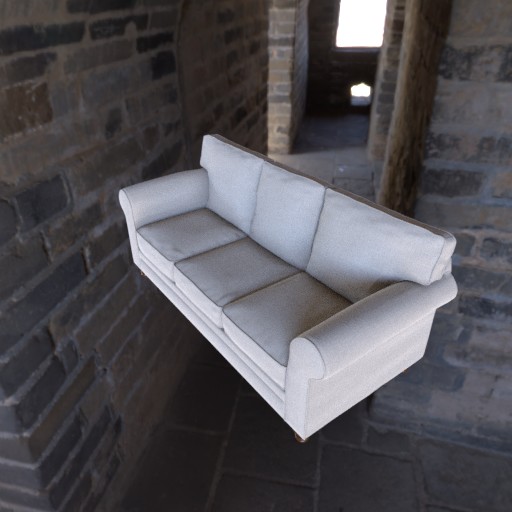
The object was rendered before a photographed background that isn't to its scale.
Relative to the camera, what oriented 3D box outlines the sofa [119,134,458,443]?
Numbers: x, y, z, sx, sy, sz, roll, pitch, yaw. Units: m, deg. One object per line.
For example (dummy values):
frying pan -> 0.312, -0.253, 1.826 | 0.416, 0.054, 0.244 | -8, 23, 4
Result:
sofa -> 0.000, 0.000, 2.690 | 0.916, 0.961, 2.084 | -21, 37, -31
